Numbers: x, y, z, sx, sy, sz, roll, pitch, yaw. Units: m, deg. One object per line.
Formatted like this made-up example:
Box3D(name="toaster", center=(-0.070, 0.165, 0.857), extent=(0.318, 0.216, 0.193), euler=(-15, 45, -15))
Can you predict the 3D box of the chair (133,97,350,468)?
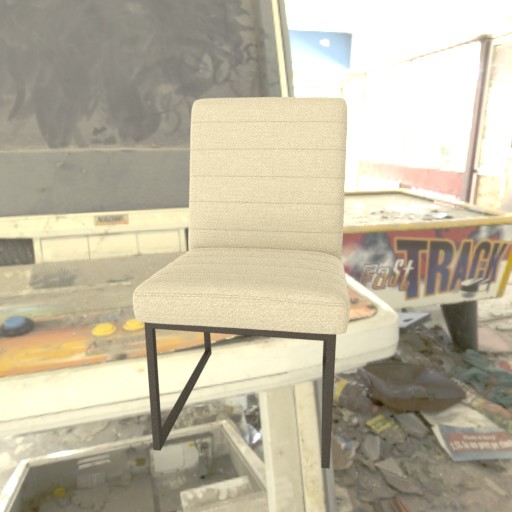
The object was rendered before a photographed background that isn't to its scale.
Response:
Box3D(name="chair", center=(0.000, 0.000, 1.311), extent=(0.520, 0.930, 0.634), euler=(2, 15, 8))
